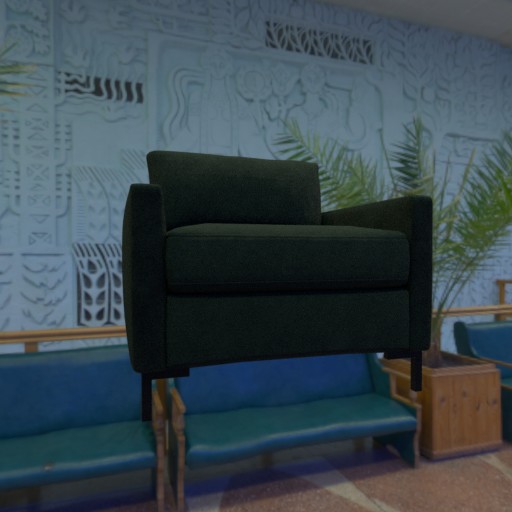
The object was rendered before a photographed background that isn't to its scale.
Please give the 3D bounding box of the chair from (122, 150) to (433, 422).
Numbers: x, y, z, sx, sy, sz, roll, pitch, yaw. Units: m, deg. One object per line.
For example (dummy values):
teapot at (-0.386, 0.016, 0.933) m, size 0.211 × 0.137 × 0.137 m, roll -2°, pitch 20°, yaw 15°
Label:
chair at (0.000, 0.000, 1.669) m, size 0.963 × 0.861 × 0.866 m, roll 0°, pitch 1°, yaw -17°
